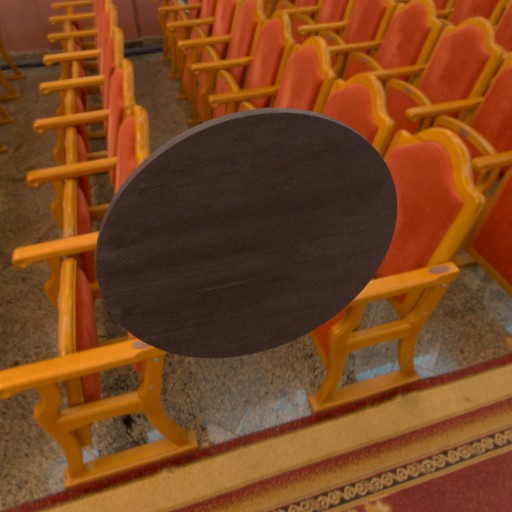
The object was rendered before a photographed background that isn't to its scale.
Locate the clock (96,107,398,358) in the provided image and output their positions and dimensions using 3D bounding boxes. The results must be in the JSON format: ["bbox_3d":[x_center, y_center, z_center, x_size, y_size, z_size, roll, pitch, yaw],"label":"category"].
[{"bbox_3d":[0.000,0.000,0.875,0.595,0.595,0.029,-11,43,-12],"label":"clock"}]
